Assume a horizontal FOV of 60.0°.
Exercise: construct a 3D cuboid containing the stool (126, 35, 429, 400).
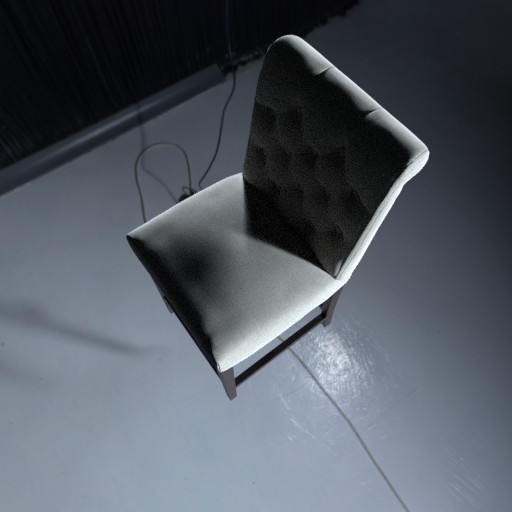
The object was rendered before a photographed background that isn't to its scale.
[{"bbox_3d":[0.000,0.000,1.366,0.601,1.040,0.493,-34,68,-15],"label":"stool"}]
